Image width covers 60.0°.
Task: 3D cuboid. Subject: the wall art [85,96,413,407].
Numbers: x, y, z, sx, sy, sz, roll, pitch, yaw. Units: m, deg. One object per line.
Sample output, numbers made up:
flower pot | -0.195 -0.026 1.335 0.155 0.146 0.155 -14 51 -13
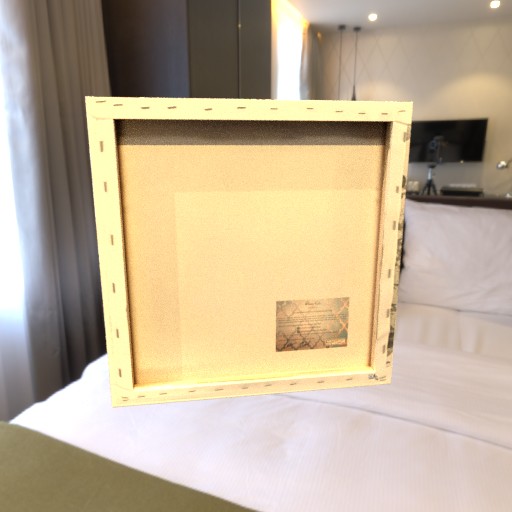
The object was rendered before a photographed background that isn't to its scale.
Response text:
wall art | 0.000 0.000 0.616 0.411 0.410 0.038 -2 14 -9
